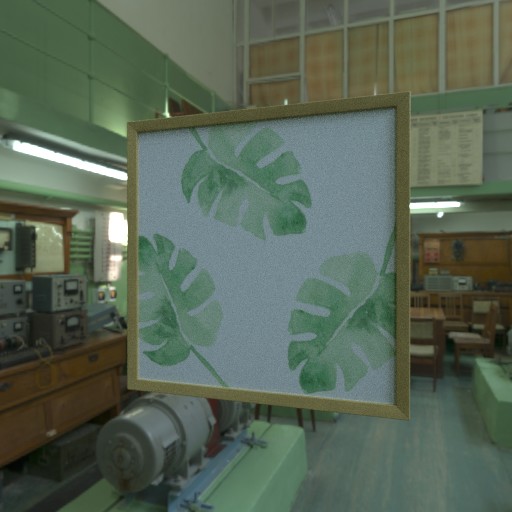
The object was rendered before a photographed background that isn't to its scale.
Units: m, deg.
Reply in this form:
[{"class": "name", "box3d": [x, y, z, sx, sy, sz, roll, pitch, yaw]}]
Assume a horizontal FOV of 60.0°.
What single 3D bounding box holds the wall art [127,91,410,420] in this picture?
[{"class": "wall art", "box3d": [0.000, 0.000, 1.162, 0.763, 0.763, 0.037, 0, 0, 18]}]
